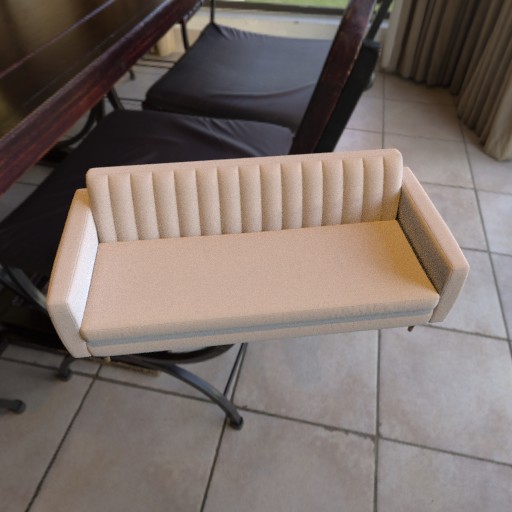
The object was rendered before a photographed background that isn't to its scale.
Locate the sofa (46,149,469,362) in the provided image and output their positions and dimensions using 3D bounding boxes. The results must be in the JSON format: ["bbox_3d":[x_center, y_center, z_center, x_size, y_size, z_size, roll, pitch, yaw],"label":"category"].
[{"bbox_3d":[0.000,0.000,2.776,2.291,0.821,0.990,-5,46,-5],"label":"sofa"}]
